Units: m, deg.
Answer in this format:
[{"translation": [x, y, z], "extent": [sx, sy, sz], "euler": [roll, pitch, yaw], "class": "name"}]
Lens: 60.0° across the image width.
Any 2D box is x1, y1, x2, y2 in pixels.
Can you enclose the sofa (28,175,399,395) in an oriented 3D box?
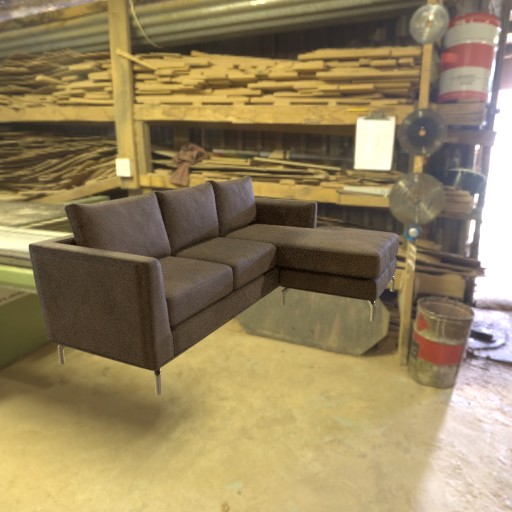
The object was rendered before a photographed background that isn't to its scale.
[{"translation": [0.000, 0.000, 3.214], "extent": [1.622, 0.987, 2.438], "euler": [7, 16, 26], "class": "sofa"}]
